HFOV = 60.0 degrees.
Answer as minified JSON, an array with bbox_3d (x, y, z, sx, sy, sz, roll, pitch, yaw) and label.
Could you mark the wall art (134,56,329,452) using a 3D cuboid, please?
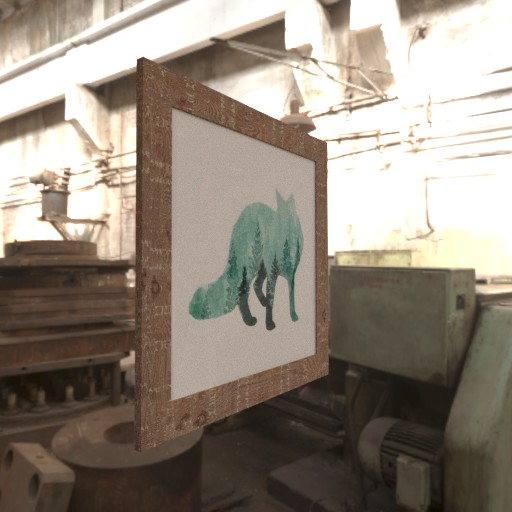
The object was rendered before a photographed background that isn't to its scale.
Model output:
[{"bbox_3d":[0.000,0.000,0.587,0.012,0.384,0.384,-1,-2,37],"label":"wall art"}]
